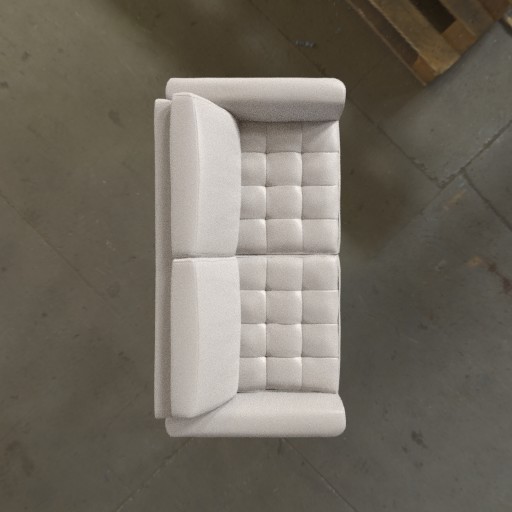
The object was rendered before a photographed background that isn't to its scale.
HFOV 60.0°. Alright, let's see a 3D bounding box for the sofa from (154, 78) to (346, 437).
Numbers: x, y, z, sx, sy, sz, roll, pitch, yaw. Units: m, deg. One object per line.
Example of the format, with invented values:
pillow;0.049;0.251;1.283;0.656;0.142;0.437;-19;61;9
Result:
sofa;0.000;0.000;2.777;1.121;0.930;2.177;0;90;1
